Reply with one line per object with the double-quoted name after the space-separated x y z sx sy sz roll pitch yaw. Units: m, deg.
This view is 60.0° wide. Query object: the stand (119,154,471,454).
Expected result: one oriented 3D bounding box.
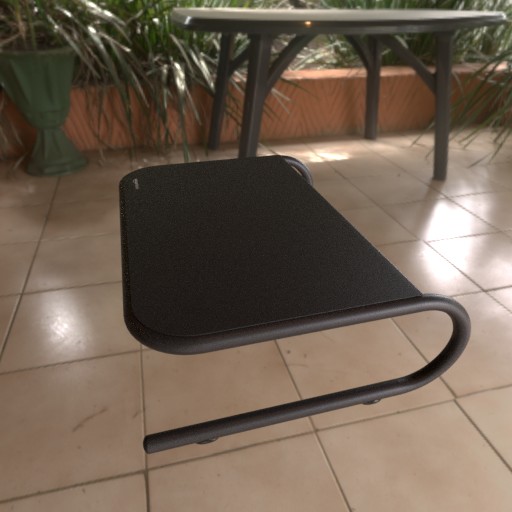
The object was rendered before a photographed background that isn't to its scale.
0.000 0.000 0.497 0.280 0.108 0.370 -8 32 -13 "stand"
